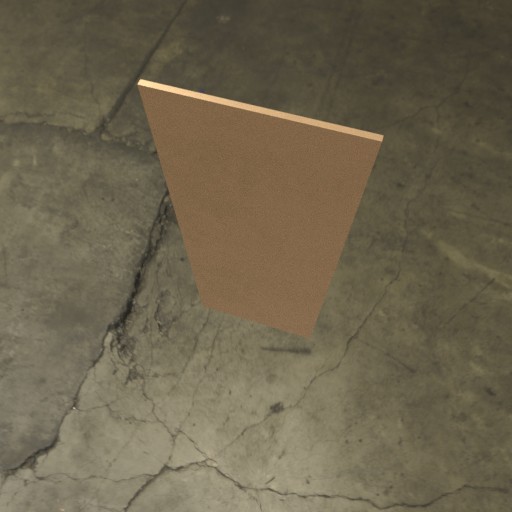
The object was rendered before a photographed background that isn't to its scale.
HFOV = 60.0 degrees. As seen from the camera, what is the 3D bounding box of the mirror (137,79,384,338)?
[{"bbox_3d":[0.000,0.000,2.312,0.812,2.031,0.026,16,64,8],"label":"mirror"}]
